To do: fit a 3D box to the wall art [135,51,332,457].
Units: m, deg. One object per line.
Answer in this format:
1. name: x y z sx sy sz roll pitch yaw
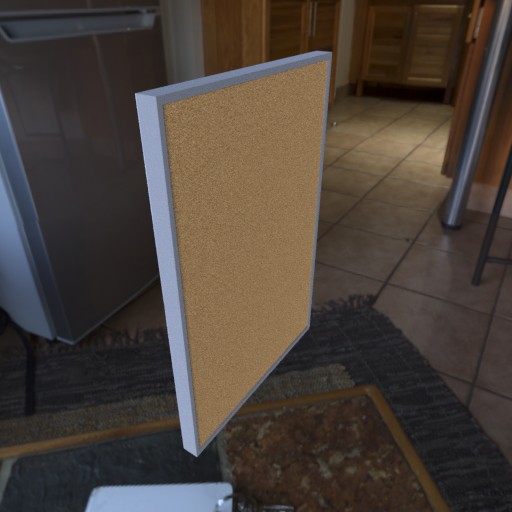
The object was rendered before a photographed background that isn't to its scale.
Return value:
1. wall art: 0.000 0.000 0.953 0.039 0.753 0.511 20 37 29
